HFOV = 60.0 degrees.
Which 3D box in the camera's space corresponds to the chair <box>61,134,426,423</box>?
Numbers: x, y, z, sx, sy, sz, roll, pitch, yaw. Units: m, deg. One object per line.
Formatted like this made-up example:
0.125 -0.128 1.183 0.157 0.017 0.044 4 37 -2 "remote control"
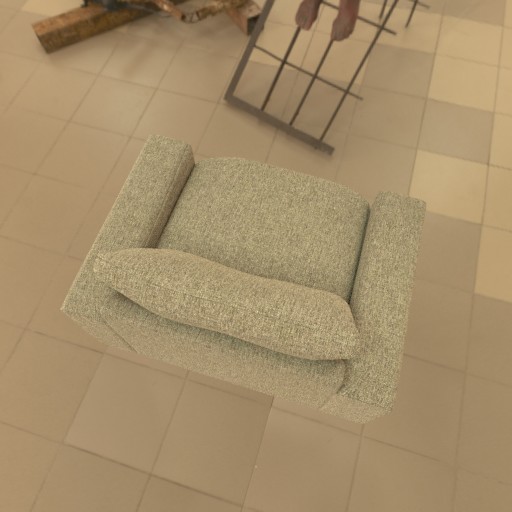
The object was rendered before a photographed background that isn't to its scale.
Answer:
0.000 0.000 2.051 1.398 0.915 1.039 15 66 7 "chair"
